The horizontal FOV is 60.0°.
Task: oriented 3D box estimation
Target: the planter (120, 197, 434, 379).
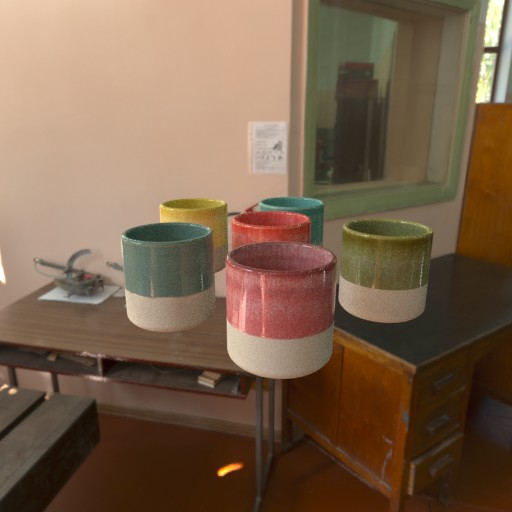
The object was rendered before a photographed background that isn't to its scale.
[{"bbox_3d":[0.000,0.000,0.428,0.257,0.075,0.286,-15,22,-41],"label":"planter"}]
